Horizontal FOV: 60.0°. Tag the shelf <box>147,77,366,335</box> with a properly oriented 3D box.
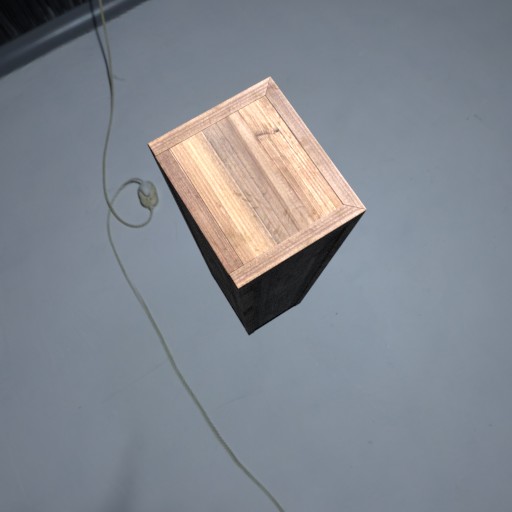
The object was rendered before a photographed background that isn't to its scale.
[{"bbox_3d":[0.000,0.000,2.174,0.428,1.900,0.500,-31,78,-7],"label":"shelf"}]
